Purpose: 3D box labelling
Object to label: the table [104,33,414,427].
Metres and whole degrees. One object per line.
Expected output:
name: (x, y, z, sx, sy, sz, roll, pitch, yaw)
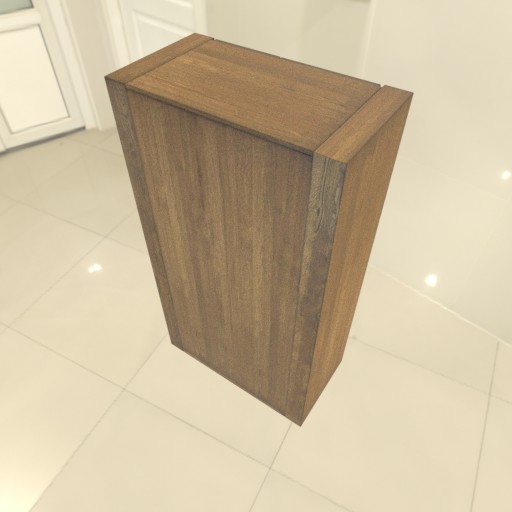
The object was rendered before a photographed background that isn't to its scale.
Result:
table: (0.000, 0.000, 2.495, 1.100, 2.000, 0.600, 26, 52, 23)
